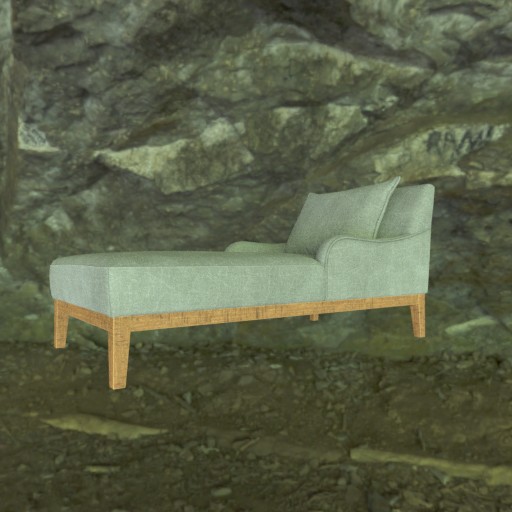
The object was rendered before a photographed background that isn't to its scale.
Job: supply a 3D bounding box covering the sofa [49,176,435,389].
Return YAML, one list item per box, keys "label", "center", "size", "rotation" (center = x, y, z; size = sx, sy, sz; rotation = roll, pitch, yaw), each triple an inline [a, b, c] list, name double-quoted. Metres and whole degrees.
- label: "sofa"
  center: [0.000, 0.000, 2.246]
  size: [1.779, 0.859, 0.894]
  rotation: [0, -1, -36]
